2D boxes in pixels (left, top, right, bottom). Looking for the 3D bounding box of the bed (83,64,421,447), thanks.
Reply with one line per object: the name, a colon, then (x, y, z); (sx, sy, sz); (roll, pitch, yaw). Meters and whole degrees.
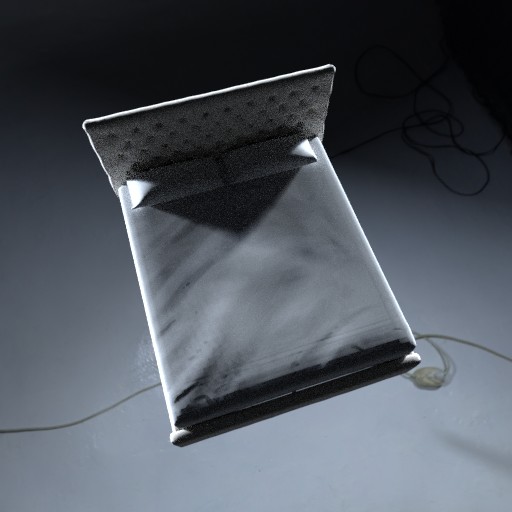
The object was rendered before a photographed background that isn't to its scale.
bed: (0.000, 0.000, 3.671); (2.078, 1.427, 2.387); (-16, 66, -7)
